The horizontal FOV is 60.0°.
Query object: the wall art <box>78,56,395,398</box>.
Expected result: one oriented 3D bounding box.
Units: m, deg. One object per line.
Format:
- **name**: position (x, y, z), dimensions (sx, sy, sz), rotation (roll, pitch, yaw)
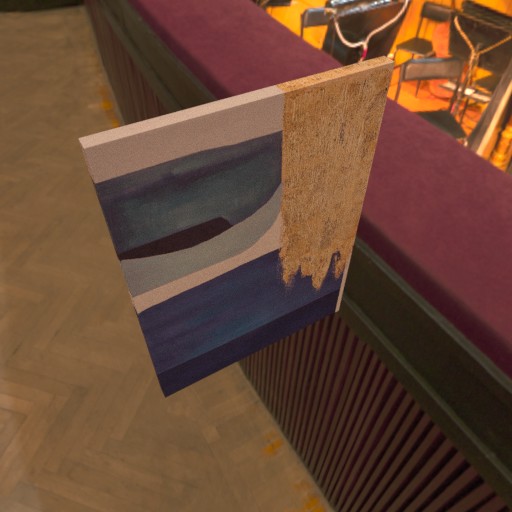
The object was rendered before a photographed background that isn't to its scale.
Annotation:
- **wall art**: position (0.000, 0.000, 0.804), dimensions (0.458, 0.613, 0.026), rotation (-23, 51, -20)
